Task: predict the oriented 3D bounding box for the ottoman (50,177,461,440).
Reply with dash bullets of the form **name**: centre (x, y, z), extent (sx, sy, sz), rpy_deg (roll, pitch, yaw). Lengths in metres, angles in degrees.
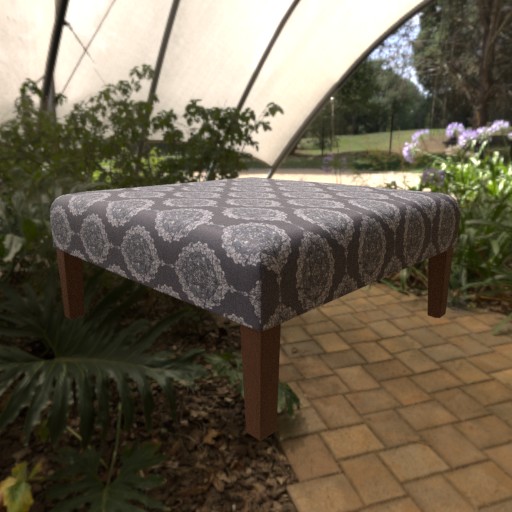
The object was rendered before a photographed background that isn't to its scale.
- **ottoman**: centre (0.000, 0.000, 1.376), extent (0.890, 0.409, 0.889), rpy_deg (14, 21, 42)
